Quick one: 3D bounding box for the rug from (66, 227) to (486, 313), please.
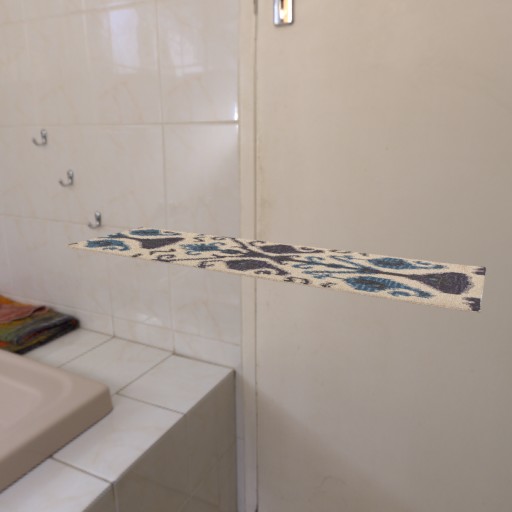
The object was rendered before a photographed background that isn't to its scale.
[{"bbox_3d":[0.000,0.000,2.494,2.301,0.017,0.692,8,17,27],"label":"rug"}]
